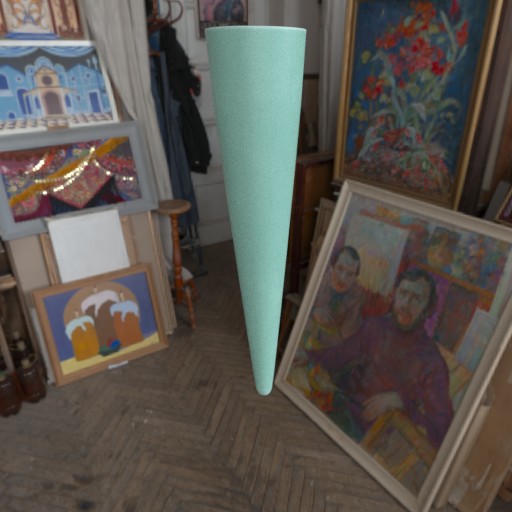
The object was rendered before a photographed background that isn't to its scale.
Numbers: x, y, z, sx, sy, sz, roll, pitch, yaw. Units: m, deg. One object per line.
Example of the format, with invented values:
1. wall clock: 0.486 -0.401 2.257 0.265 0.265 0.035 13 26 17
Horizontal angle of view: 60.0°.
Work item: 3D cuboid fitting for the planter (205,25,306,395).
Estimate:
1. planter: 0.000 0.000 0.293 0.054 0.268 0.055 8 26 17
